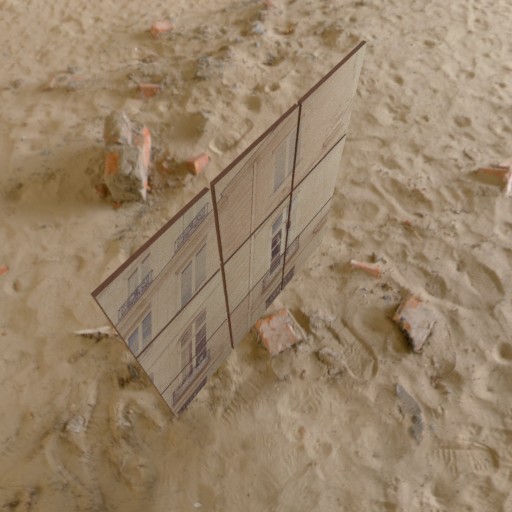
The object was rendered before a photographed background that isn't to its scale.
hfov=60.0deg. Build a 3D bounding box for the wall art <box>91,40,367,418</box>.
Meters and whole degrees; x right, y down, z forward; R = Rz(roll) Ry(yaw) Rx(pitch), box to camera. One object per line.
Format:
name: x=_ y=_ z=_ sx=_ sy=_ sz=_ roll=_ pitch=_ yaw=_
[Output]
wall art: x=0.000 y=0.000 z=1.770 sx=0.024 sy=1.218 sz=1.221 roll=33 pitch=63 yaw=19
